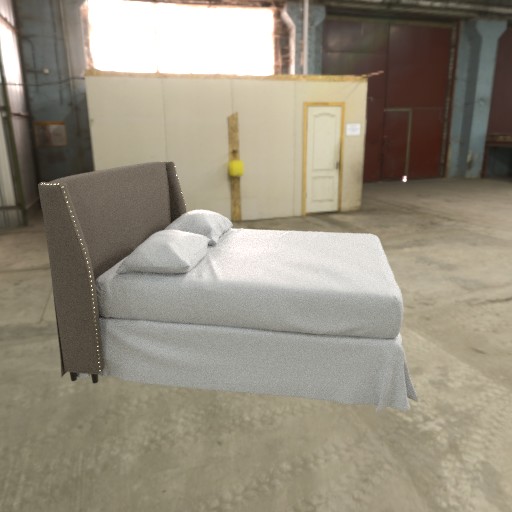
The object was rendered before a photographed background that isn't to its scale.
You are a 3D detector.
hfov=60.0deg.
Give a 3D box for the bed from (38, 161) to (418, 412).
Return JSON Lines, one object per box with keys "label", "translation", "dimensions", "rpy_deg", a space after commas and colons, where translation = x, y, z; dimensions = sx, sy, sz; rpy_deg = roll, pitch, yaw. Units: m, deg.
{"label": "bed", "translation": [0.000, 0.000, 3.456], "dimensions": [2.276, 1.332, 1.925], "rpy_deg": [3, 16, 10]}
